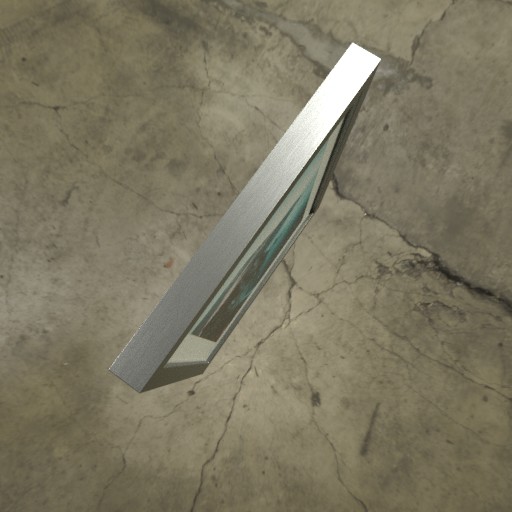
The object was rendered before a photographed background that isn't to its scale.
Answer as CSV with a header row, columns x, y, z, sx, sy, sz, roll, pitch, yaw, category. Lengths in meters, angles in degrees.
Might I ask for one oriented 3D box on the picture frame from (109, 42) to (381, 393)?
x,y,z,sx,sy,sz,roll,pitch,yaw,category
0.000,0.000,1.351,0.073,0.968,0.839,34,79,7,picture frame
